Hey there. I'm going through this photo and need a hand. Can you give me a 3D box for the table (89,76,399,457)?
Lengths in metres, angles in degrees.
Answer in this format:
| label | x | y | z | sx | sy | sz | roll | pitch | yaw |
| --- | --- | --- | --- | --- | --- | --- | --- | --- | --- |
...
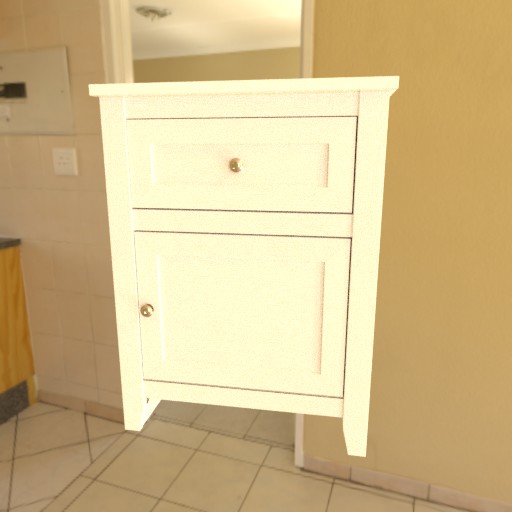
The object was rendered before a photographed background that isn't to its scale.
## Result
| label | x | y | z | sx | sy | sz | roll | pitch | yaw |
| --- | --- | --- | --- | --- | --- | --- | --- | --- | --- |
| table | 0.000 | 0.000 | 0.925 | 0.480 | 0.635 | 0.381 | 2 | 14 | 10 |
